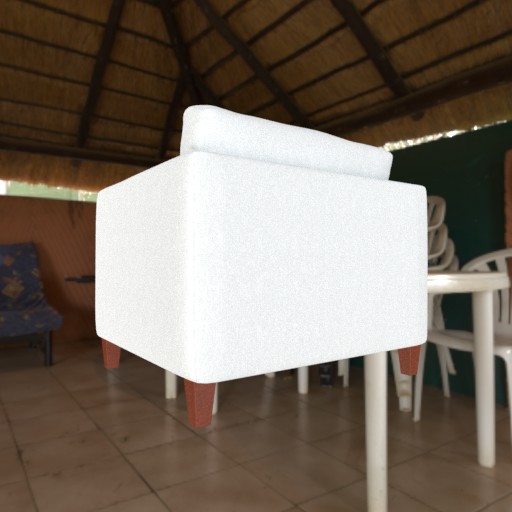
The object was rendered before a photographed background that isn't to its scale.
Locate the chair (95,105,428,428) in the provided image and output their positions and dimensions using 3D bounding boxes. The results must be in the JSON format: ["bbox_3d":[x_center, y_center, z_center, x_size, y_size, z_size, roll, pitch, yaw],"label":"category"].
[{"bbox_3d":[0.000,0.000,1.872,1.107,0.961,0.953,0,-1,-35],"label":"chair"}]
